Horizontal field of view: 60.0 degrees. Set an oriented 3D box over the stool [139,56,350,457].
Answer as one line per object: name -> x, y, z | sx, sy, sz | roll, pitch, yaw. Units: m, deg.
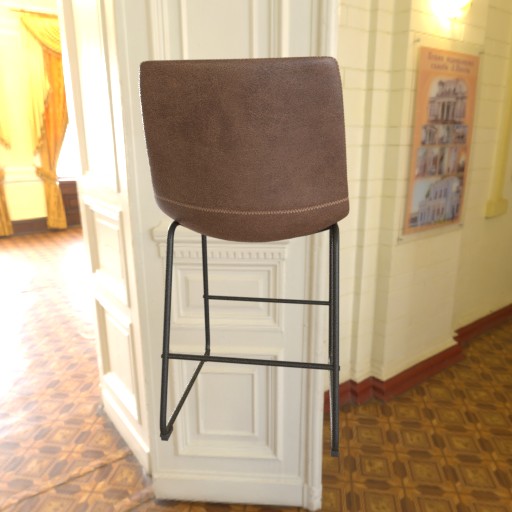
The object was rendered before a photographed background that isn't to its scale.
stool -> 0.000, 0.000, 1.169 | 0.460, 0.890, 0.550 | 2, 16, 8
